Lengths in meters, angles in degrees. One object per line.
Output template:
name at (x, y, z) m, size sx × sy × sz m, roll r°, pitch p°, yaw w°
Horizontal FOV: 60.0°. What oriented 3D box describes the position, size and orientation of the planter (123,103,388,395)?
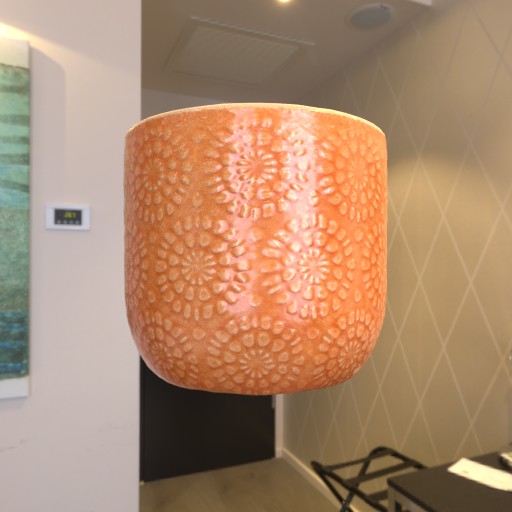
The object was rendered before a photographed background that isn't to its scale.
planter at (0.000, 0.000, 0.291) m, size 0.170 × 0.152 × 0.170 m, roll 0°, pitch -1°, yaw 0°
